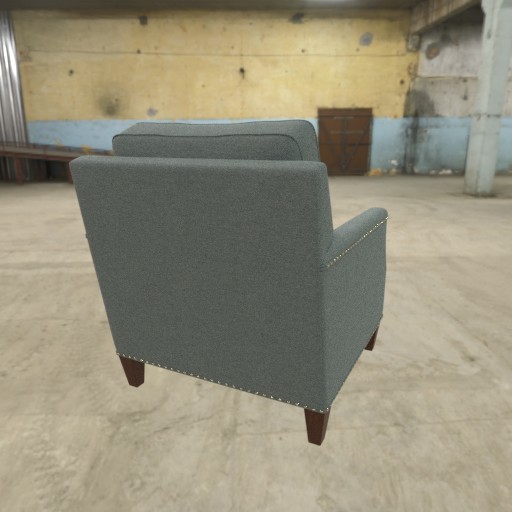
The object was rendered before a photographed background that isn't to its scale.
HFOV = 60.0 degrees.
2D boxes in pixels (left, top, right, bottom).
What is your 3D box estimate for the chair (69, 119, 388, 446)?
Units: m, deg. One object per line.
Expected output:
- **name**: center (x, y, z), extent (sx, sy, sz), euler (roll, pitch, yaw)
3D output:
- **chair**: center (0.000, 0.000, 1.798), extent (0.885, 1.031, 1.031), euler (8, 17, 26)
